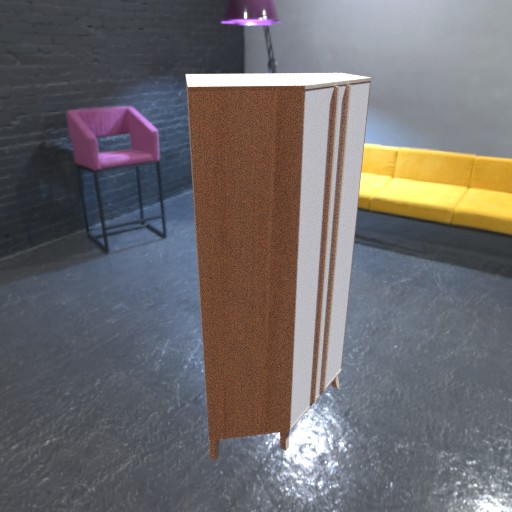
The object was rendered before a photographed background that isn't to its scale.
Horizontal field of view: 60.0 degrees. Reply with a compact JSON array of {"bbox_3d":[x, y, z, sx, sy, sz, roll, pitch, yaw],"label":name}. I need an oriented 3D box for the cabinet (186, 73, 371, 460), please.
[{"bbox_3d":[0.000,0.000,2.613,0.969,1.957,1.272,17,30,32],"label":"cabinet"}]
